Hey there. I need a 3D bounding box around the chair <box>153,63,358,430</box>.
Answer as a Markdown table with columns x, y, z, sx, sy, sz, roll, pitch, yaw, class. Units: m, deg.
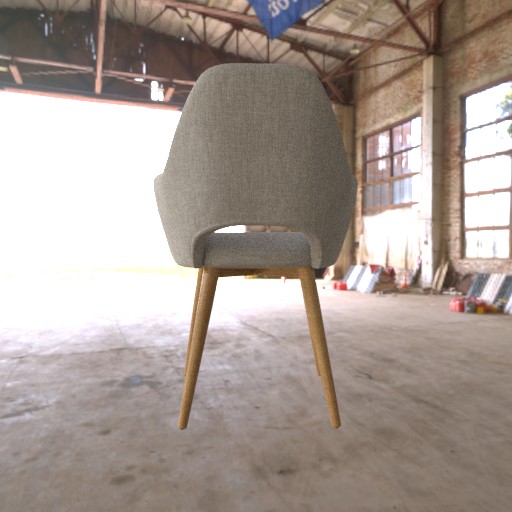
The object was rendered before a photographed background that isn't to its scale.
| x | y | z | sx | sy | sz | roll | pitch | yaw | class |
| --- | --- | --- | --- | --- | --- | --- | --- | --- | --- |
| 0.000 | 0.000 | 1.247 | 0.590 | 0.840 | 0.610 | 0 | 1 | -1 | chair |
